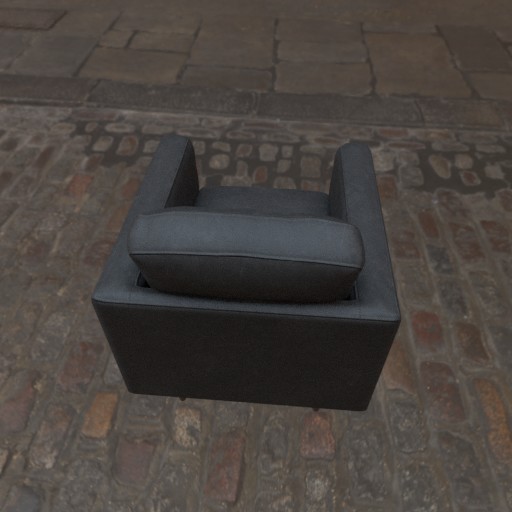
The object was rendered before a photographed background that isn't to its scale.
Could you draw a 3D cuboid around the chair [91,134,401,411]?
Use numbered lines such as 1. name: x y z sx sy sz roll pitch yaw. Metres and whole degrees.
1. chair: 0.000 0.000 1.606 0.831 0.898 0.879 3 46 3
